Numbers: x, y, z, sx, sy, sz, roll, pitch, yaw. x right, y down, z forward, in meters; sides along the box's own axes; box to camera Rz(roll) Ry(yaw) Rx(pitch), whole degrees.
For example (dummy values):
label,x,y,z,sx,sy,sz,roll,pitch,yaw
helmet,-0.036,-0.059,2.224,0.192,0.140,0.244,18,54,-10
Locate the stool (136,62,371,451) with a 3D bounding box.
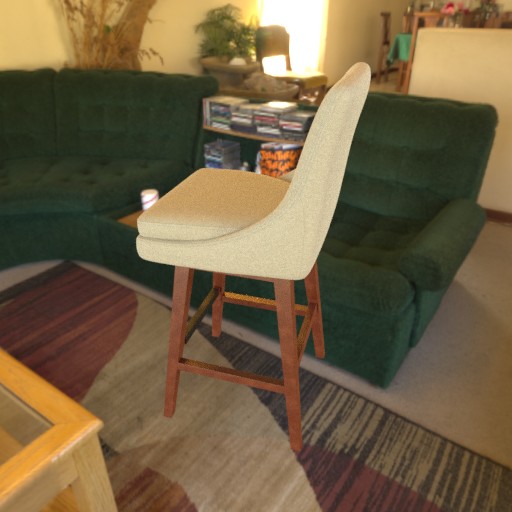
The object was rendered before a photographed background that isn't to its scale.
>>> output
label,x,y,z,sx,sy,sz,roll,pitch,yaw
stool,0.000,0.000,1.374,0.559,1.092,0.470,9,31,15
